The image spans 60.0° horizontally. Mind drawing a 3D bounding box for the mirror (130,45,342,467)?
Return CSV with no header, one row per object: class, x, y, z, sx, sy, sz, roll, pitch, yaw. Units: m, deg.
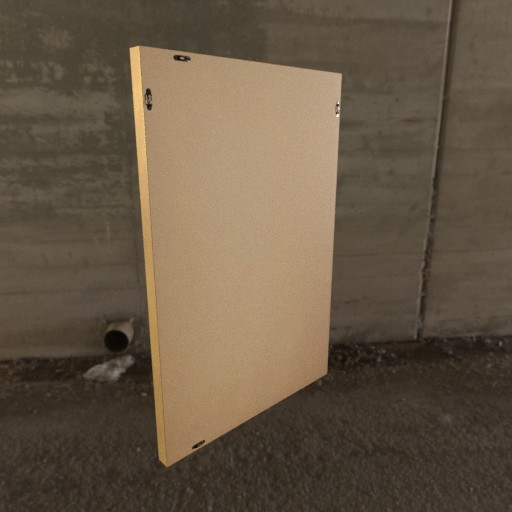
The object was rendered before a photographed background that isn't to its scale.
mirror,0.000,0.000,1.136,0.609,0.915,0.041,-15,21,-41
